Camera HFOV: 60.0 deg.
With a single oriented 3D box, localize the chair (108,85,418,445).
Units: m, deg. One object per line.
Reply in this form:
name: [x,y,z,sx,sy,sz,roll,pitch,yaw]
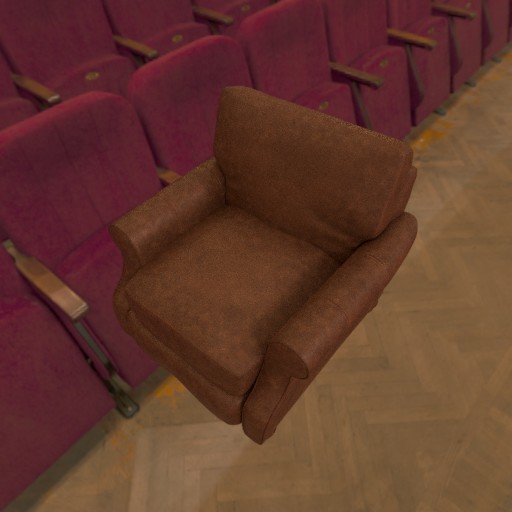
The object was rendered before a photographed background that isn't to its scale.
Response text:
chair: [0.000,0.000,1.793,0.996,0.976,1.002,31,54,26]
